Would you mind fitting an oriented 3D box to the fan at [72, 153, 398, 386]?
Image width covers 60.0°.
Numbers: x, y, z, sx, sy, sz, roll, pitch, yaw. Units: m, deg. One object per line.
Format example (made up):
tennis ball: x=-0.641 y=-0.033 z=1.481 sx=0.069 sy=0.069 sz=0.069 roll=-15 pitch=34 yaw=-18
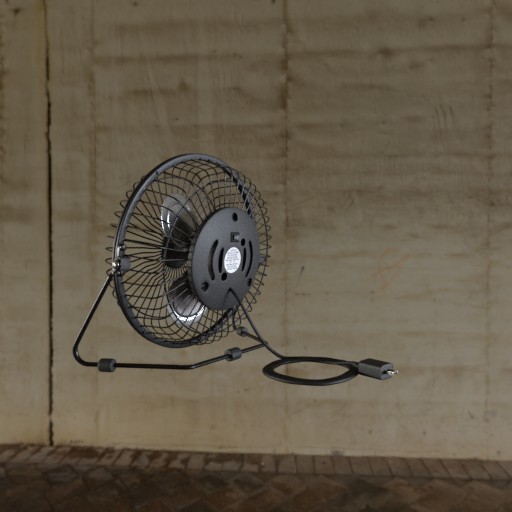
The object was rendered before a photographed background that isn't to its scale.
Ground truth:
fan: x=0.000 y=0.000 z=0.380 sx=0.227 sy=0.188 sz=0.209 roll=1 pitch=1 yaw=36
